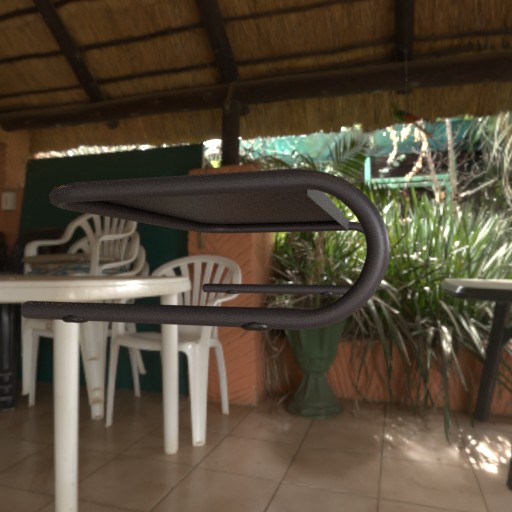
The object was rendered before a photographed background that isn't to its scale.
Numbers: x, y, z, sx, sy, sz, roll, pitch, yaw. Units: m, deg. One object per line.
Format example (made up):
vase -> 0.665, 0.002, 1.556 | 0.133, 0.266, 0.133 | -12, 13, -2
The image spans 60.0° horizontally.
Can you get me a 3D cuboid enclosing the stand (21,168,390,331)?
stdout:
stand -> 0.000, 0.000, 0.485 | 0.280, 0.108, 0.370 | 0, -1, 17
